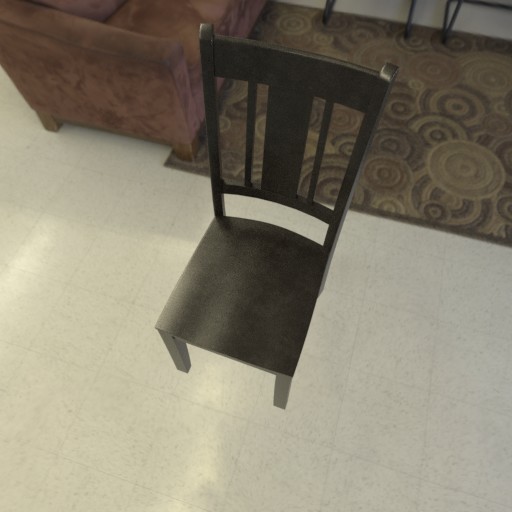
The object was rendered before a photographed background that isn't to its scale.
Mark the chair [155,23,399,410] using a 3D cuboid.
[{"bbox_3d":[0.000,0.000,1.265,0.450,0.998,0.555,17,61,10],"label":"chair"}]
